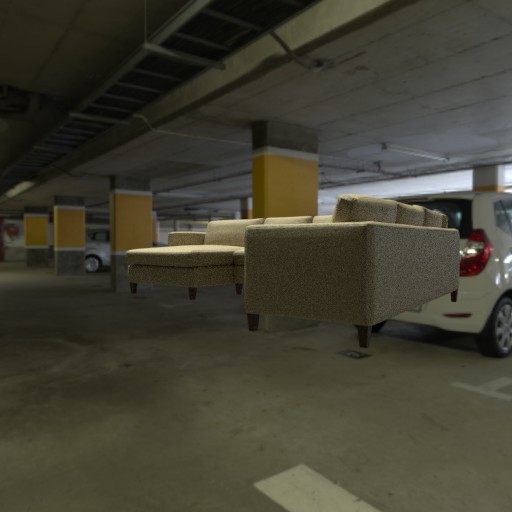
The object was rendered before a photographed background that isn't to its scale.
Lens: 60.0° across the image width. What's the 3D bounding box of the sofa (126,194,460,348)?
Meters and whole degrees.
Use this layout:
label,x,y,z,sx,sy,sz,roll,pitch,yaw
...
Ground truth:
label,x,y,z,sx,sy,sz,roll,pitch,yaw
sofa,0.000,0.000,4.601,3.460,0.959,2.593,1,2,36
